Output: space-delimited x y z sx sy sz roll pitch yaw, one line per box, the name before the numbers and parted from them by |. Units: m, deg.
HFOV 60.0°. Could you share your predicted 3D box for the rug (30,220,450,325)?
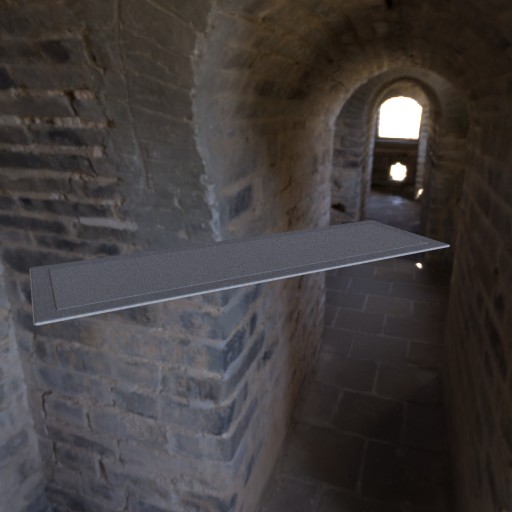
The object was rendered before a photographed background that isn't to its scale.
rug | 0.000 0.000 2.659 2.430 0.012 0.759 -9 21 -25
